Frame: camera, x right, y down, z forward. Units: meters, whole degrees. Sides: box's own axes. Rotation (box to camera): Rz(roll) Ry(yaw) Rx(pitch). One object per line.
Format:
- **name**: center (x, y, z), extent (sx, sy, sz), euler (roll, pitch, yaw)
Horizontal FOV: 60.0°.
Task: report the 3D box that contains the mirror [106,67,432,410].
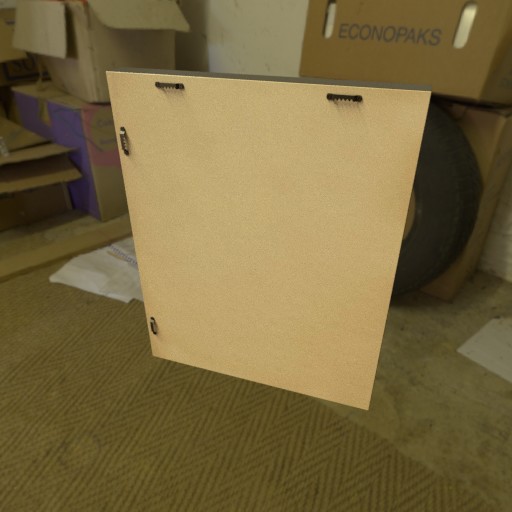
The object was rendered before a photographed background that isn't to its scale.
- **mirror**: center (0.000, 0.000, 0.672), extent (0.406, 0.509, 0.041), euler (10, 33, 16)
